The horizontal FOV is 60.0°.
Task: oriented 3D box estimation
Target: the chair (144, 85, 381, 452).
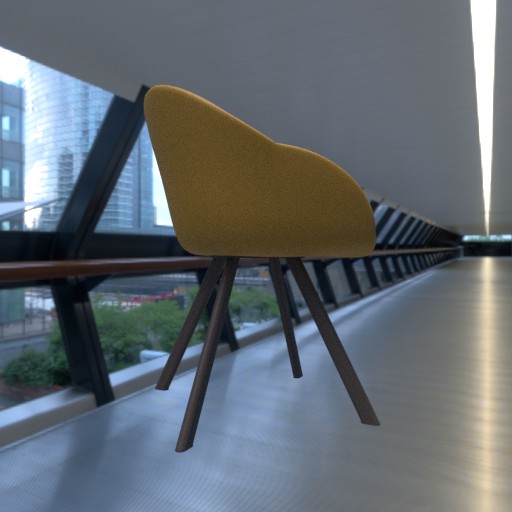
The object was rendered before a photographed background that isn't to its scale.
[{"bbox_3d":[0.000,0.000,1.188,0.583,0.793,0.551,0,0,-18],"label":"chair"}]
